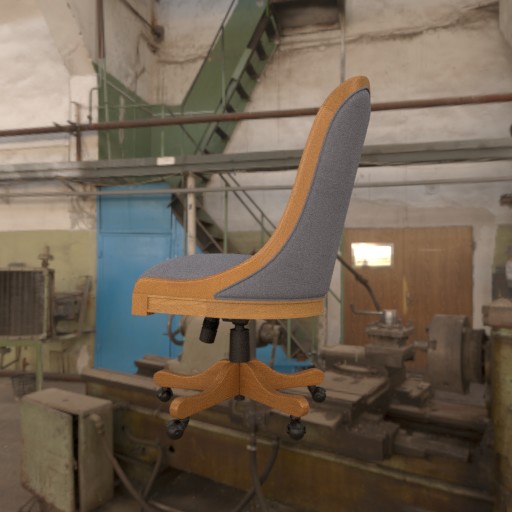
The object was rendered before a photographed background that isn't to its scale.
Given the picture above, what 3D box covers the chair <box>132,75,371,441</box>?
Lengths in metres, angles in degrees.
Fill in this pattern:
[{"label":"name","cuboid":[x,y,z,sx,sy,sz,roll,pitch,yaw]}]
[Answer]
[{"label":"chair","cuboid":[0.000,0.000,1.462,0.735,1.031,0.605,0,0,16]}]
